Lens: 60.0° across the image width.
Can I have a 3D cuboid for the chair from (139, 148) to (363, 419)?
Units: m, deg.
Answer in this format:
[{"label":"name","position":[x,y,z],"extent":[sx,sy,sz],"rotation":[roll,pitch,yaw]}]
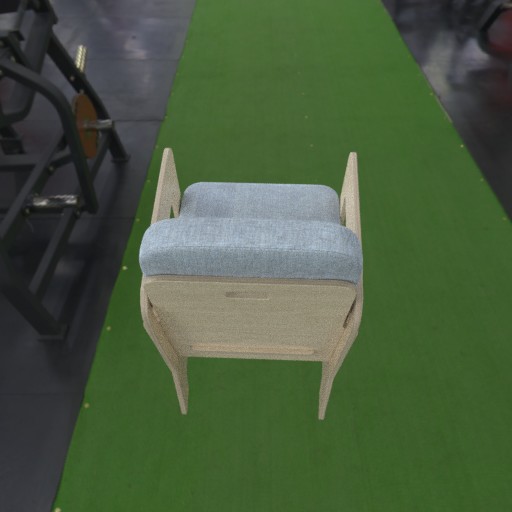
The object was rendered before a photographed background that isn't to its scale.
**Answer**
[{"label":"chair","position":[0.000,0.000,1.297],"extent":[0.590,0.800,0.710],"rotation":[2,46,2]}]
